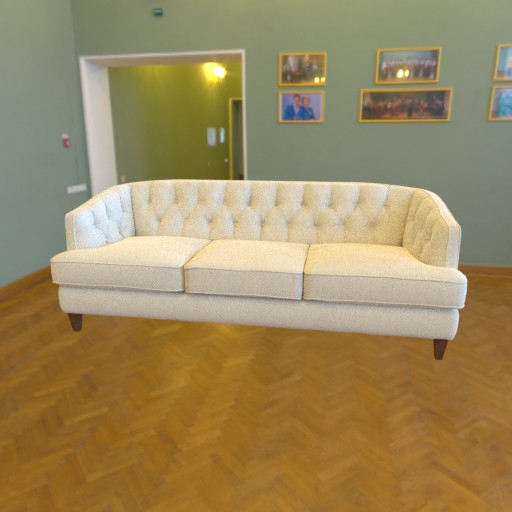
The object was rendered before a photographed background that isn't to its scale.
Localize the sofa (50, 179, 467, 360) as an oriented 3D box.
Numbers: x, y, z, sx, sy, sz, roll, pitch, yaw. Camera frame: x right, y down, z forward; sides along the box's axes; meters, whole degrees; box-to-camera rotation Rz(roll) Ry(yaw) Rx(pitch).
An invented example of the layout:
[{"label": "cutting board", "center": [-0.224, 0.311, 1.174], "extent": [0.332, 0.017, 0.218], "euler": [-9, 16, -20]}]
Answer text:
[{"label": "sofa", "center": [0.000, 0.000, 2.775], "extent": [2.278, 0.855, 0.941], "euler": [3, 15, 9]}]
